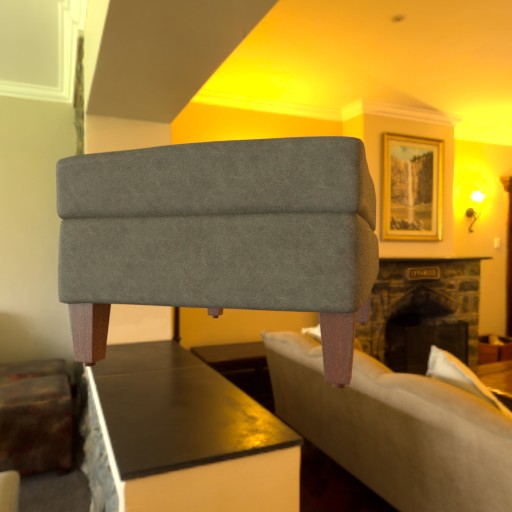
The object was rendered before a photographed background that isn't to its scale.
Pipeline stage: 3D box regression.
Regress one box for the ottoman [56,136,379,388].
[{"bbox_3d":[0.000,0.000,1.219,0.639,0.464,0.839,0,1,17],"label":"ottoman"}]
